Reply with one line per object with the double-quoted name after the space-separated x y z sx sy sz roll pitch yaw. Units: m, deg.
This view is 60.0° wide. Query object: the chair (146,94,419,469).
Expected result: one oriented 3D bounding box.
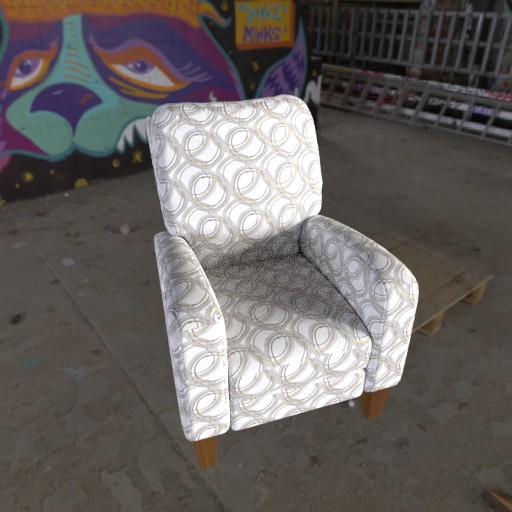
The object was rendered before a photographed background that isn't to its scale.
0.000 0.000 1.733 0.796 1.065 0.995 -10 32 -16 "chair"
